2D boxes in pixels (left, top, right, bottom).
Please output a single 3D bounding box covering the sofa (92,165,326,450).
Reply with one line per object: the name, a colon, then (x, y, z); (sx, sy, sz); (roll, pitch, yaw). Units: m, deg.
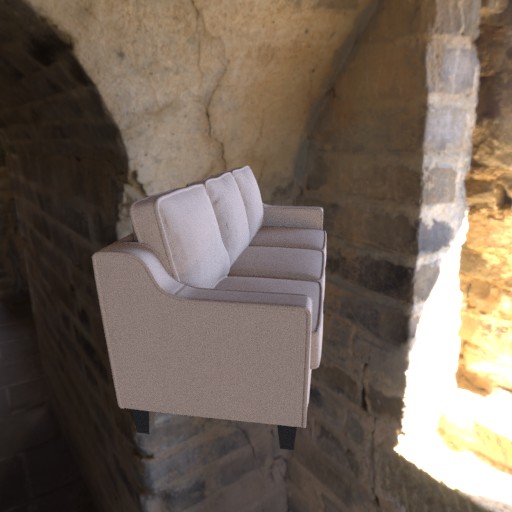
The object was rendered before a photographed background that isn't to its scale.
sofa: (0.000, 0.000, 2.530); (0.791, 0.902, 2.131); (2, 15, 9)
